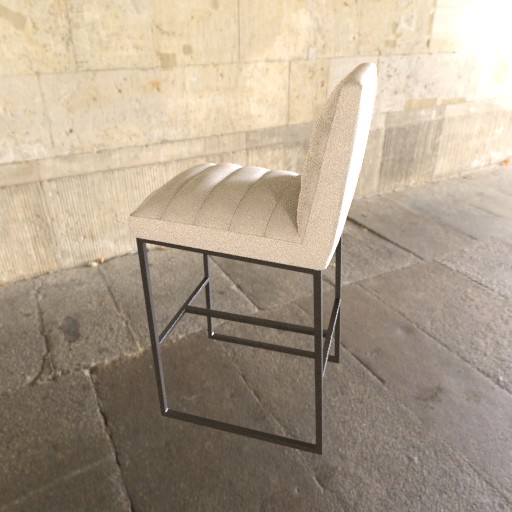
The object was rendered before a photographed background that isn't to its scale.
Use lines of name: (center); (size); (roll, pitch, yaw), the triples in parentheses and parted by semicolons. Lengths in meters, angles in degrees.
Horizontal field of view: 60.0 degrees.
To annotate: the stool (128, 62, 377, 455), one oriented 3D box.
stool: (0.000, 0.000, 1.340); (0.573, 1.061, 0.464); (8, 29, 14)
